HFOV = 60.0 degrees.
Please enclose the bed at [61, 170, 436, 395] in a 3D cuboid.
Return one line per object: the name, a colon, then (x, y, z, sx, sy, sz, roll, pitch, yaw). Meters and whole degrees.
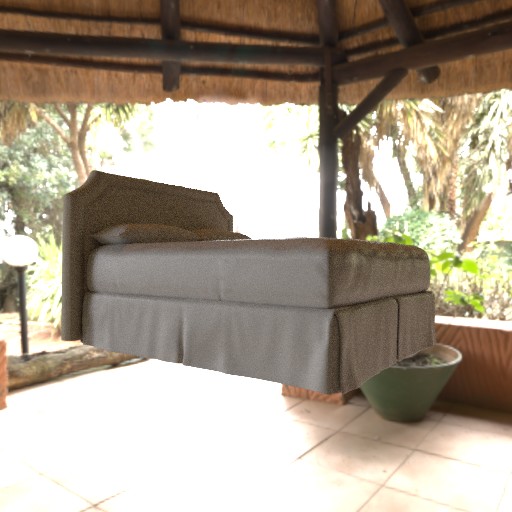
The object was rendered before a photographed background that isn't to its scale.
bed: (0.000, 0.000, 3.267, 2.164, 1.297, 1.828, 0, -1, 37)
